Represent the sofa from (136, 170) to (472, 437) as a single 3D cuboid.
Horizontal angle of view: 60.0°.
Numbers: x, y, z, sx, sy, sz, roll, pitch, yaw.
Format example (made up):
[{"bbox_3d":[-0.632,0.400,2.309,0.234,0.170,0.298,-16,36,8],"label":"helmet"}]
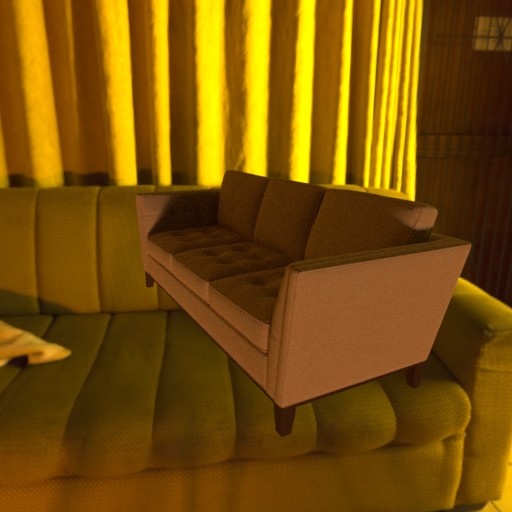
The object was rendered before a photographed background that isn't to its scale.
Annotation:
[{"bbox_3d":[0.000,0.000,2.890,0.965,0.940,2.388,-8,18,-27],"label":"sofa"}]
